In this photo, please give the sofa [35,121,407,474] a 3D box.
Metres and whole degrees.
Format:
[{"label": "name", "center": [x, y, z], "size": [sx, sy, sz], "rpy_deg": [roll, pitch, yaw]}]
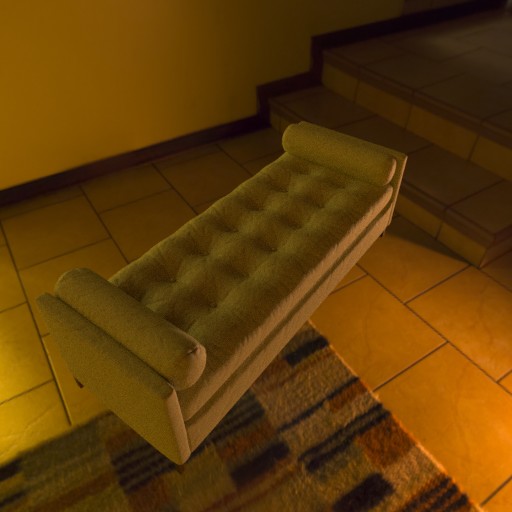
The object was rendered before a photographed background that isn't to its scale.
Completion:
[{"label": "sofa", "center": [0.000, 0.000, 2.481], "size": [0.796, 0.705, 2.102], "rpy_deg": [27, 49, 26]}]
